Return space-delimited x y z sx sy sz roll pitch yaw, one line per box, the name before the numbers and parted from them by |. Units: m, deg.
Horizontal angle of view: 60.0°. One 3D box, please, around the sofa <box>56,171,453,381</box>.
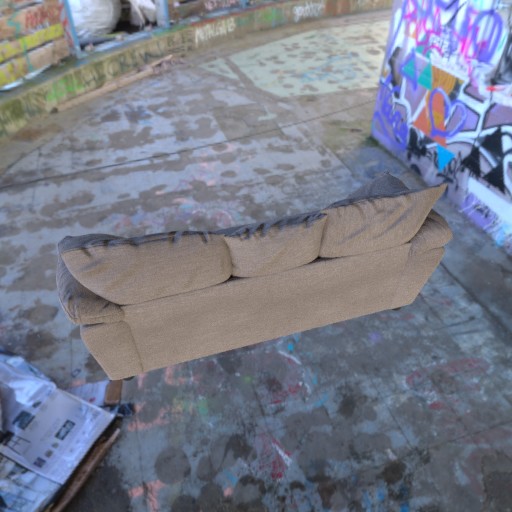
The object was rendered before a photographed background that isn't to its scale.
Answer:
sofa | 0.000 0.000 2.908 2.390 1.043 0.927 -12 41 -14
